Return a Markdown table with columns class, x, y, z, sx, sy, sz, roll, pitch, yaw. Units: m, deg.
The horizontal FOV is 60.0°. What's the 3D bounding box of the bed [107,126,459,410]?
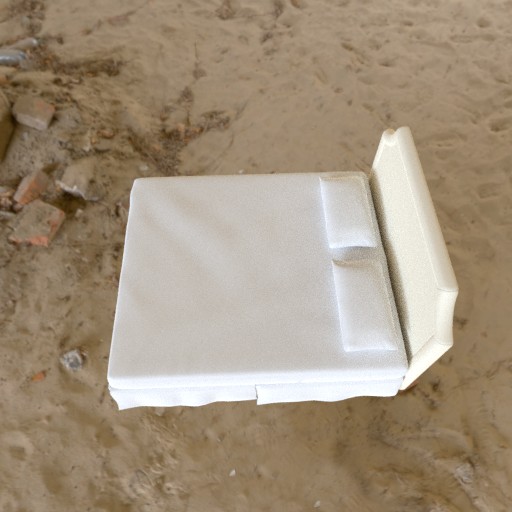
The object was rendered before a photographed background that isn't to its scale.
| class | x | y | z | sx | sy | sz | roll | pitch | yaw |
| --- | --- | --- | --- | --- | --- | --- | --- | --- | --- |
| bed | 0.000 | 0.000 | 4.133 | 2.773 | 1.590 | 2.350 | -2 | 59 | -1 |
